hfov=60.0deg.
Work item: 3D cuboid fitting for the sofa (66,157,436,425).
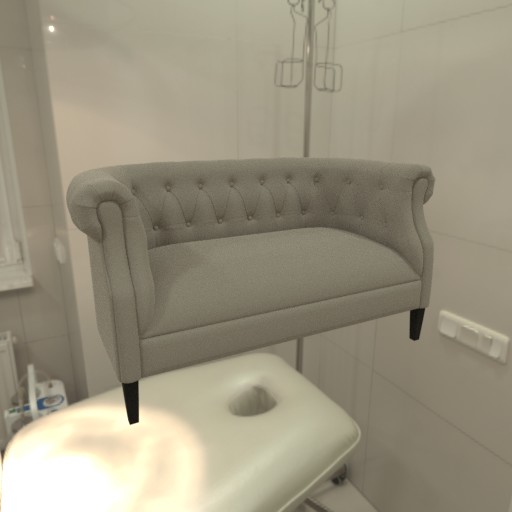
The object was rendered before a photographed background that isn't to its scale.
[{"bbox_3d":[0.000,0.000,2.033,1.558,0.827,0.835,-8,18,-26],"label":"sofa"}]
